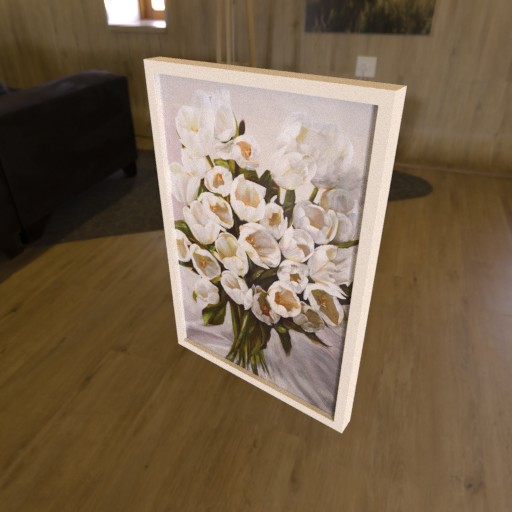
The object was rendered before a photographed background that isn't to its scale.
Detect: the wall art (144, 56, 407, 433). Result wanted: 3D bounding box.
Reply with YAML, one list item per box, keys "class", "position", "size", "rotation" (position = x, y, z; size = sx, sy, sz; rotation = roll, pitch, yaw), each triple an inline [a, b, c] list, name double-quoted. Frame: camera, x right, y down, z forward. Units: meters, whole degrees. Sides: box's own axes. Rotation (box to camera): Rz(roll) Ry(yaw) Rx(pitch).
- class: "wall art"
  position: [0.000, 0.000, 0.841]
  size: [0.450, 0.657, 0.038]
  rotation: [21, 37, 30]
